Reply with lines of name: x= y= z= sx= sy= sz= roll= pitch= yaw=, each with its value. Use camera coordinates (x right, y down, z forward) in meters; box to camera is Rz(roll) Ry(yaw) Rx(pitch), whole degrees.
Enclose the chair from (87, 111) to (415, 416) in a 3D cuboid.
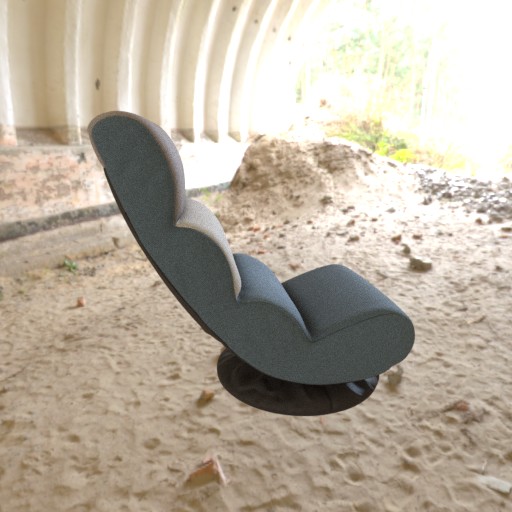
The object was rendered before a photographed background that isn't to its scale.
chair: x=0.000 y=0.000 z=1.060 sx=0.661 sy=0.641 sz=0.420 roll=-2 pitch=15 yaw=-8
